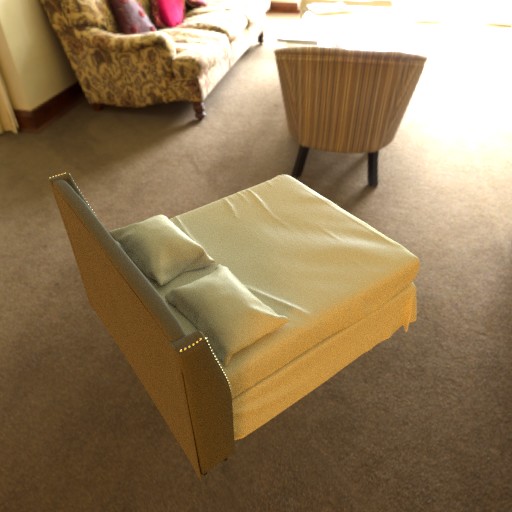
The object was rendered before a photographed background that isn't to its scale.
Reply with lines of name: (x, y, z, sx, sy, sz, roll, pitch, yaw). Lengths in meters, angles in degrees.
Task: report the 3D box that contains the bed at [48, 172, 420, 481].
bed: (0.000, 0.000, 3.453, 2.276, 1.332, 1.925, -26, 47, -27)
